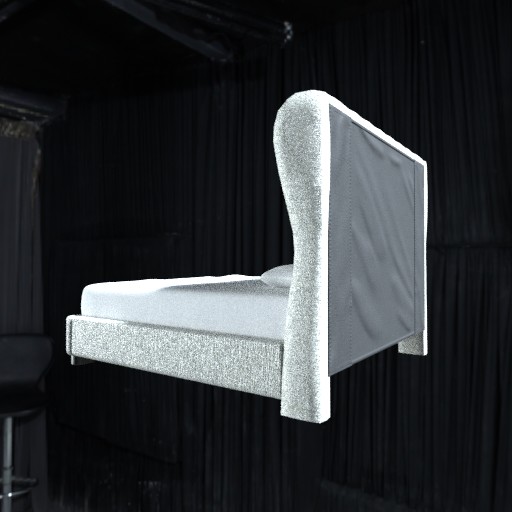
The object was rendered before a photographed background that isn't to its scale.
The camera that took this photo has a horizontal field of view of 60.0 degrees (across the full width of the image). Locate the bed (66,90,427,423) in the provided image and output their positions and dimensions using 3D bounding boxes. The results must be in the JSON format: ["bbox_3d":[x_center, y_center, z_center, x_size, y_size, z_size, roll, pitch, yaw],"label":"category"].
[{"bbox_3d":[0.000,0.000,3.852,2.347,1.771,2.219,0,-1,35],"label":"bed"}]
